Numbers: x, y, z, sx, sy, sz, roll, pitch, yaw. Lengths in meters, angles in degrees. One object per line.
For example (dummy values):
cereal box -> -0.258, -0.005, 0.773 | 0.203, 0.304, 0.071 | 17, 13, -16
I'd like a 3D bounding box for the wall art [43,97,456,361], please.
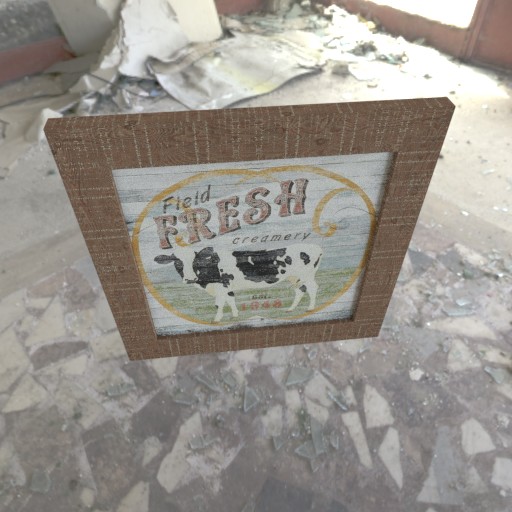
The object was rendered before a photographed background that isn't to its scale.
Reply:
wall art -> 0.000, 0.000, 0.765 | 0.531, 0.531, 0.029 | -5, 45, -5
